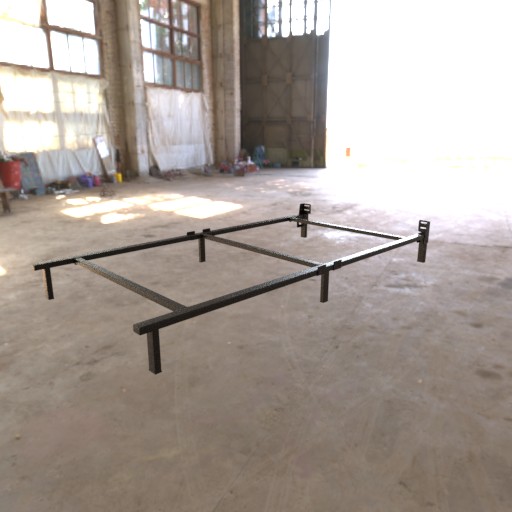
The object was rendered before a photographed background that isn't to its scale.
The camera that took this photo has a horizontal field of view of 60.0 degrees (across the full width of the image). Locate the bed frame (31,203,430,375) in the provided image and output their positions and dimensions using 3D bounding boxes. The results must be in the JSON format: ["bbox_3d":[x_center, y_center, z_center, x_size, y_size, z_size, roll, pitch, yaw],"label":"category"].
[{"bbox_3d":[0.000,0.000,2.313,1.897,0.248,0.968,-14,21,-42],"label":"bed frame"}]
